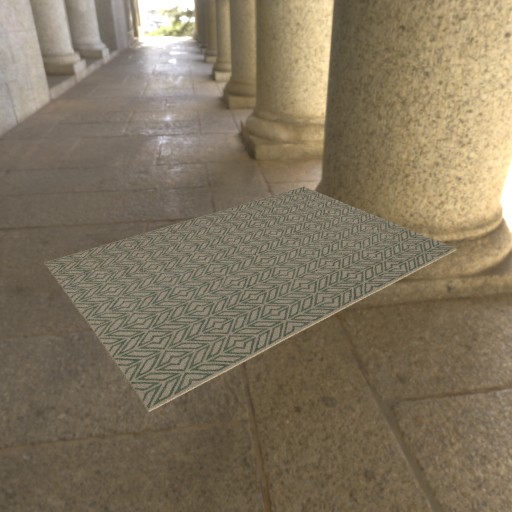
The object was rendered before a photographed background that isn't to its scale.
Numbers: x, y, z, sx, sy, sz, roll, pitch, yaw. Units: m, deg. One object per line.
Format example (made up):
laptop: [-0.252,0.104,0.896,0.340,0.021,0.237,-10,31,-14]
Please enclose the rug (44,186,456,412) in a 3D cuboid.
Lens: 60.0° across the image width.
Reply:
rug: [0.000,0.000,2.354,1.828,0.007,1.220,-21,35,-32]
